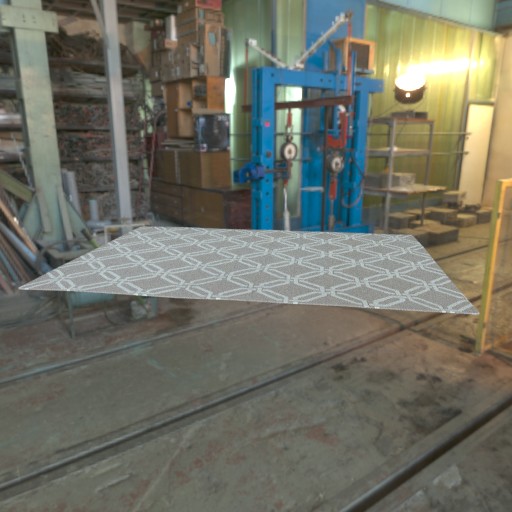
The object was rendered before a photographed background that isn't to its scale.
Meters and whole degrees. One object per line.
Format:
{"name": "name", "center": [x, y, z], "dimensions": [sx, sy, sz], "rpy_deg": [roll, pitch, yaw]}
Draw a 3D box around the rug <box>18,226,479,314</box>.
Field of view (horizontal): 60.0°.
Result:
{"name": "rug", "center": [0.000, 0.000, 2.729], "dimensions": [2.135, 0.013, 1.524], "rpy_deg": [2, 16, 8]}
